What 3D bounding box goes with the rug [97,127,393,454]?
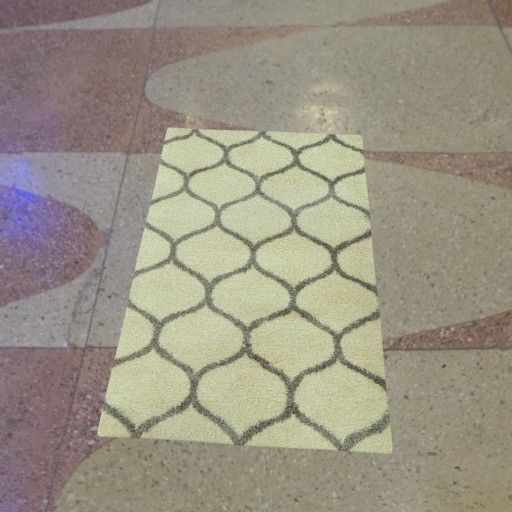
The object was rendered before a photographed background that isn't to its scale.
[{"bbox_3d":[0.000,0.000,3.390,1.801,0.026,2.701,3,58,2],"label":"rug"}]
